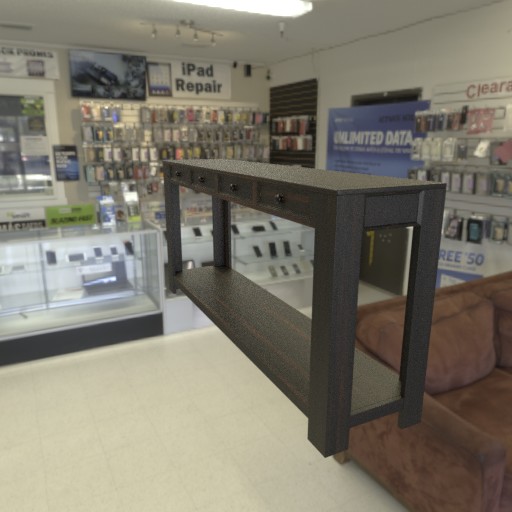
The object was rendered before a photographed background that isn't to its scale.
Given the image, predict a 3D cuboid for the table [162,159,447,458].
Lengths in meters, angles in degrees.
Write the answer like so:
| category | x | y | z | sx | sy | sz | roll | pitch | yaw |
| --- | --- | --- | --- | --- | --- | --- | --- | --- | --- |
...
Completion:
| category | x | y | z | sx | sy | sz | roll | pitch | yaw |
| --- | --- | --- | --- | --- | --- | --- | --- | --- | --- |
| table | 0.000 | 0.000 | 1.948 | 0.384 | 0.762 | 1.631 | -7 | 17 | -25 |
